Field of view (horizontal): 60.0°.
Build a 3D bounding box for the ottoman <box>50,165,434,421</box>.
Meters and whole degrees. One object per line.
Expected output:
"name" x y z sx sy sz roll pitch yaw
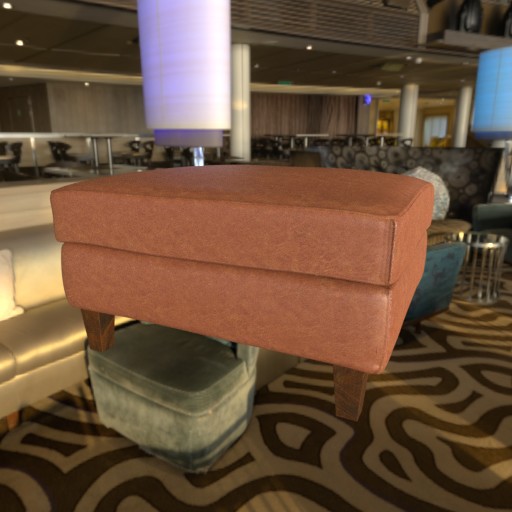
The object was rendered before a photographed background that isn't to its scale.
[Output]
"ottoman" 0.000 0.000 1.224 0.851 0.485 0.650 7 17 25
